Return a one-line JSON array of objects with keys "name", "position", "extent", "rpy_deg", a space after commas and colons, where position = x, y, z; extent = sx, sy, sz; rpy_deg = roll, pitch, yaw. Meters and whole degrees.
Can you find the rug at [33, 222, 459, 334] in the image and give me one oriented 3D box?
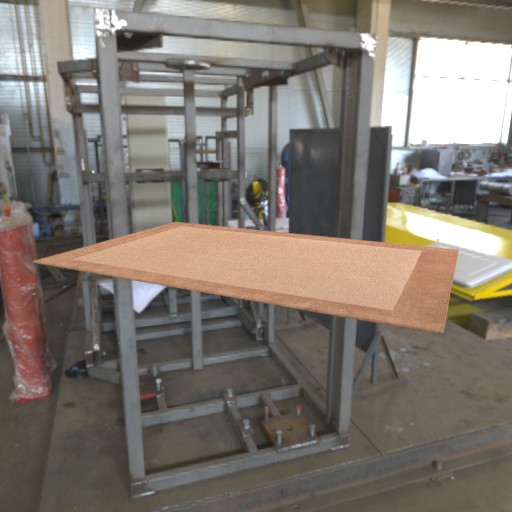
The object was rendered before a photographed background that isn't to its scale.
[{"name": "rug", "position": [0.000, 0.000, 2.978], "extent": [2.438, 0.014, 1.524], "rpy_deg": [7, 17, 25]}]
